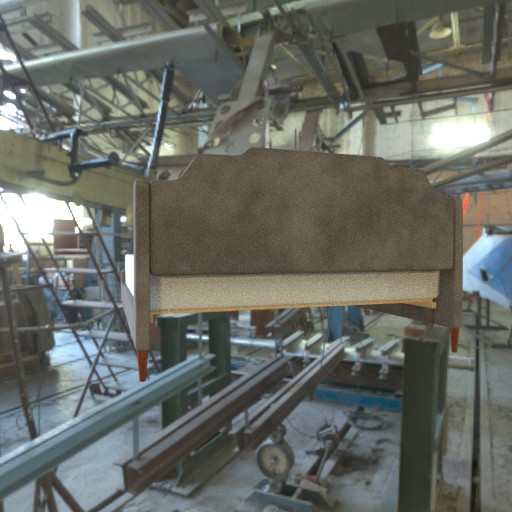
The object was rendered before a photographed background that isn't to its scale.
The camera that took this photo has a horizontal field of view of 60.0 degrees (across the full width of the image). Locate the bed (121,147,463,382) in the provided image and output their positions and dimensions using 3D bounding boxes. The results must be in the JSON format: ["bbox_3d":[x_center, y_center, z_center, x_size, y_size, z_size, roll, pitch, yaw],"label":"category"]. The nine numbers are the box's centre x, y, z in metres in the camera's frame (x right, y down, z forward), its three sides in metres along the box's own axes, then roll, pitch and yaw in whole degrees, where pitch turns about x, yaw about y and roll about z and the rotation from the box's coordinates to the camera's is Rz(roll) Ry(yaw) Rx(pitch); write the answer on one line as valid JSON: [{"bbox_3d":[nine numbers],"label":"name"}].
[{"bbox_3d":[0.000,0.000,3.666,2.074,1.245,2.340,0,1,-19],"label":"bed"}]
